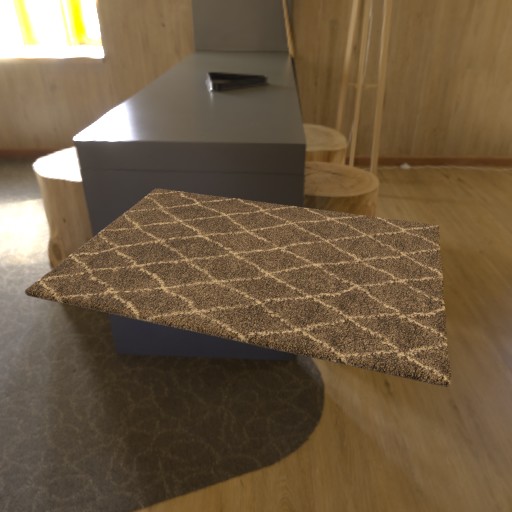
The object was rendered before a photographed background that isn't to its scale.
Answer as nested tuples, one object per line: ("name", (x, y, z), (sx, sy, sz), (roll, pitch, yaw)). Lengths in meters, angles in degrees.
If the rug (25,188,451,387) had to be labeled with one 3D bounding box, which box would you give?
("rug", (0.000, 0.000, 2.232), (1.778, 0.030, 1.219), (9, 33, 15))
